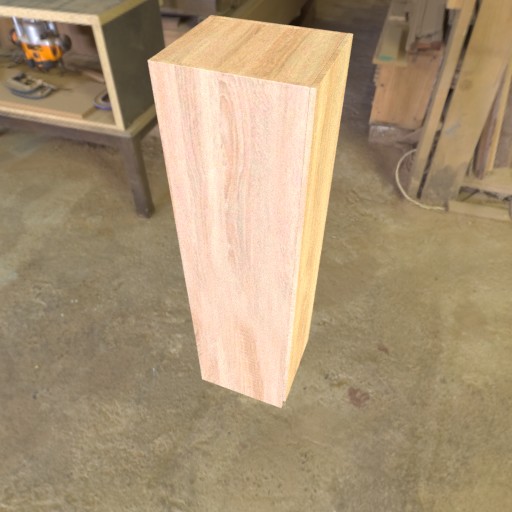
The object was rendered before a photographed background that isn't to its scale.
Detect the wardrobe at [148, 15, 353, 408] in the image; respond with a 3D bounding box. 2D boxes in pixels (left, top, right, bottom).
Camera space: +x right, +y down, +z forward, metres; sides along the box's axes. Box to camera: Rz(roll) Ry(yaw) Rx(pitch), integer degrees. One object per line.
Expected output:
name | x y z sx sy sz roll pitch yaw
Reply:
wardrobe | 0.000 0.000 2.325 0.588 2.117 0.496 16 47 15
